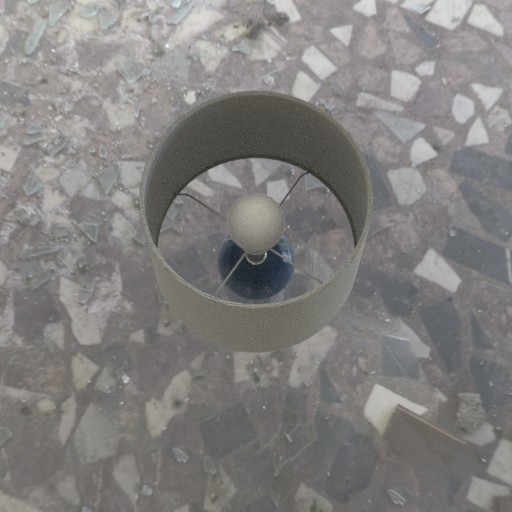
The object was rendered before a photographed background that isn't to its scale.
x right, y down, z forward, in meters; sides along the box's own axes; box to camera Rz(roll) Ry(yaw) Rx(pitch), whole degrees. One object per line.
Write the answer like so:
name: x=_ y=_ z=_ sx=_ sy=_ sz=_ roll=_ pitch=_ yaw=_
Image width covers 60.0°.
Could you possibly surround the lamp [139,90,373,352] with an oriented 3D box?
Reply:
lamp: x=0.000 y=0.000 z=0.585 sx=0.253 sy=0.428 sz=0.253 roll=0 pitch=75 yaw=0
